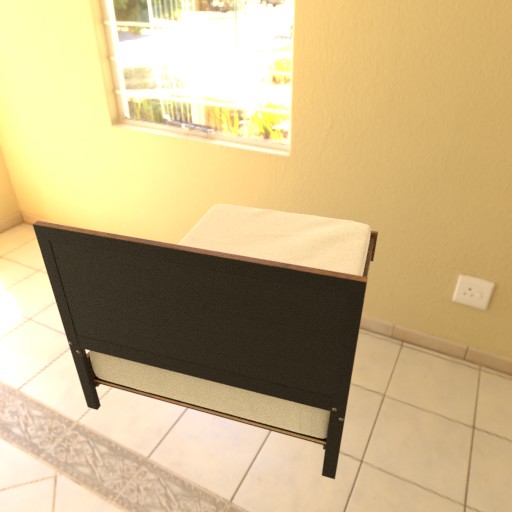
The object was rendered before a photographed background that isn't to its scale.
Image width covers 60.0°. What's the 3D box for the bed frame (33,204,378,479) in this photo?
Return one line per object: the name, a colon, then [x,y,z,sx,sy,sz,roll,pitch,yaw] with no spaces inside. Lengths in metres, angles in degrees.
bed frame: [0.000,0.000,3.357,1.696,1.417,2.276,10,33,15]
